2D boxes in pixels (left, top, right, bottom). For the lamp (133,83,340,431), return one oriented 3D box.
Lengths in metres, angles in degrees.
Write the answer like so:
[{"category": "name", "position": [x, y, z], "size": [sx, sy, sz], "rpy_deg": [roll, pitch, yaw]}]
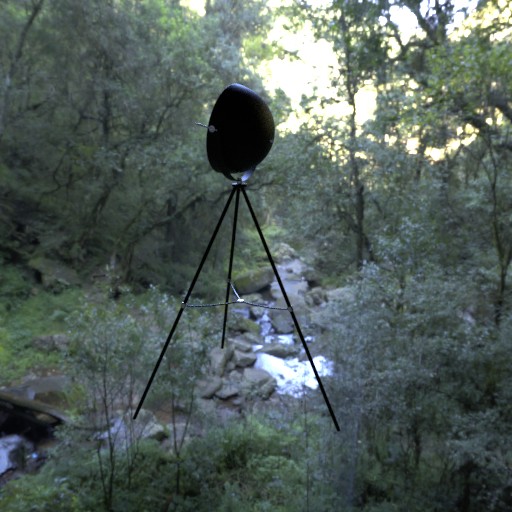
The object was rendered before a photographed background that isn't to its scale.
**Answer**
[{"category": "lamp", "position": [0.000, 0.000, 2.074], "size": [0.920, 1.512, 0.817], "rpy_deg": [7, 17, 23]}]
